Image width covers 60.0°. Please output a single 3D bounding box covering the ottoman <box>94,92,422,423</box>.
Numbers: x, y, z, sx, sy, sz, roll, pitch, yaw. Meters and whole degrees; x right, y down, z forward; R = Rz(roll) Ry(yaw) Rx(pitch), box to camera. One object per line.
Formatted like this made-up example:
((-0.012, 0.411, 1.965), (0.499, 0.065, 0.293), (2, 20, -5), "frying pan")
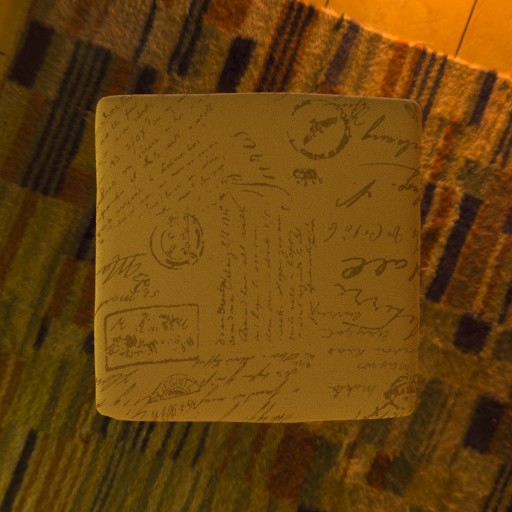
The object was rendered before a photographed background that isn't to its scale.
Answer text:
((0.000, 0.000, 0.799), (0.449, 0.457, 0.450), (0, 91, -1), "ottoman")
